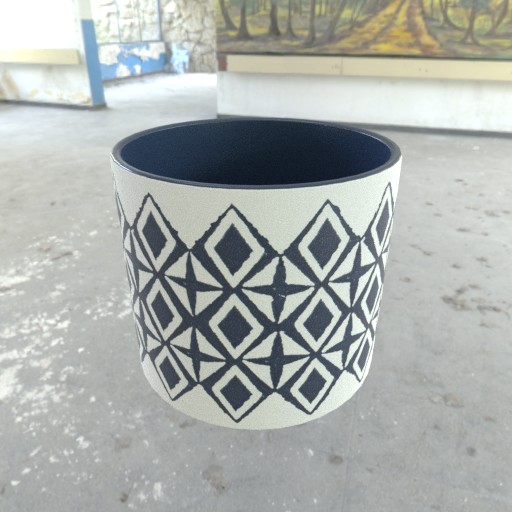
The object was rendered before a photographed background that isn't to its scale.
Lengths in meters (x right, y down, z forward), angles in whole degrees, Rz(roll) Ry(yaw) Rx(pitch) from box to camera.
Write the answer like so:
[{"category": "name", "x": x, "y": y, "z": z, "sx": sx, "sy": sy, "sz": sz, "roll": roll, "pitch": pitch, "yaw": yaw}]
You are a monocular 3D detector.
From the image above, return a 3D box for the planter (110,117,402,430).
[{"category": "planter", "x": 0.000, "y": 0.000, "z": 0.398, "sx": 0.224, "sy": 0.203, "sz": 0.224, "roll": 0, "pitch": 27, "yaw": 0}]
